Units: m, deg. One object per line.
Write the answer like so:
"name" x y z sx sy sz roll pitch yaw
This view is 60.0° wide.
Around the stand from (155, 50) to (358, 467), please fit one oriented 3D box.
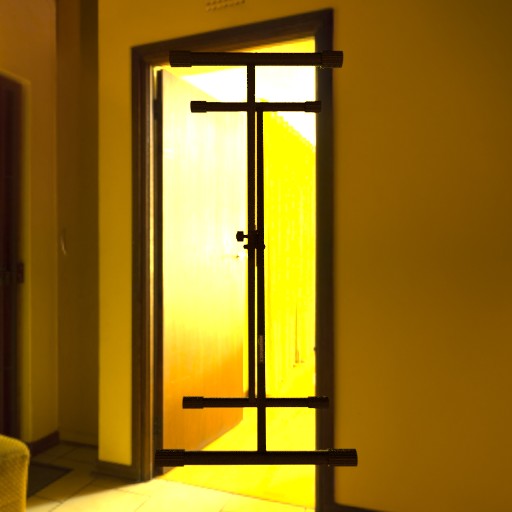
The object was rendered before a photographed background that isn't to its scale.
"stand" 0.000 0.000 1.179 0.449 0.940 0.409 0 0 0
